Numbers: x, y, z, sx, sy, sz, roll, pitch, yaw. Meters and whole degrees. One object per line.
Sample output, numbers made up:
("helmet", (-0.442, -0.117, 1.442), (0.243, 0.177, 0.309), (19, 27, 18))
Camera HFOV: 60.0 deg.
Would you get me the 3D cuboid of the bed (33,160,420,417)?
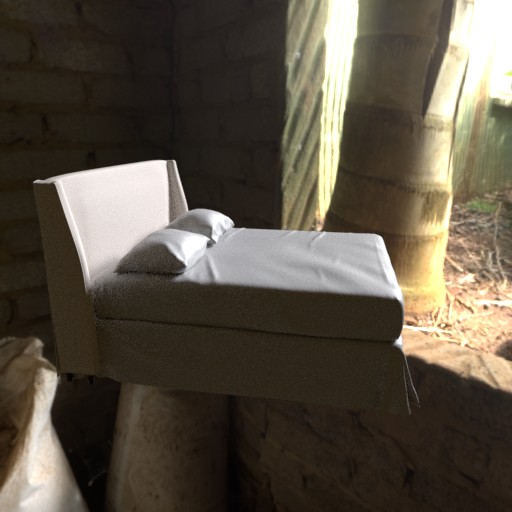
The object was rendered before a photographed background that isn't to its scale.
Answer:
("bed", (0.000, 0.000, 3.399), (2.276, 1.332, 1.925), (3, 16, 11))
